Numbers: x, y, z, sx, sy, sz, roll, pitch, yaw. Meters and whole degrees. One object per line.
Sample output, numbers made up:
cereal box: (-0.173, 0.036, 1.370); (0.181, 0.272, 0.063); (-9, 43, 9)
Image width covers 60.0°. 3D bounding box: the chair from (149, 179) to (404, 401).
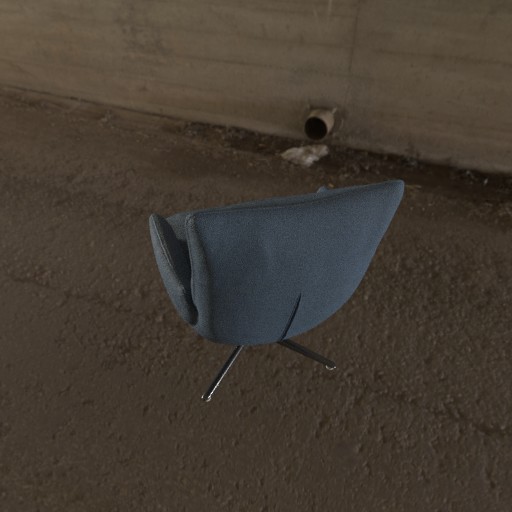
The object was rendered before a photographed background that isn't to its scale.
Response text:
chair: (0.000, 0.000, 1.622); (0.711, 1.016, 0.889); (-11, 43, -12)
